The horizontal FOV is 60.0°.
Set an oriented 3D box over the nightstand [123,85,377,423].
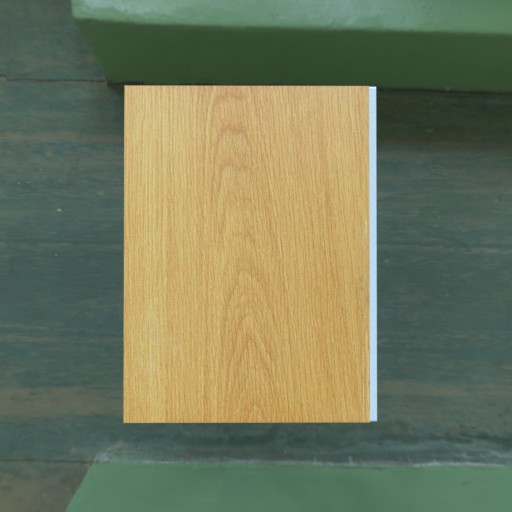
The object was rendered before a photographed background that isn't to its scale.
[{"bbox_3d":[0.000,0.000,0.827,0.316,0.601,0.400,0,89,0],"label":"nightstand"}]
